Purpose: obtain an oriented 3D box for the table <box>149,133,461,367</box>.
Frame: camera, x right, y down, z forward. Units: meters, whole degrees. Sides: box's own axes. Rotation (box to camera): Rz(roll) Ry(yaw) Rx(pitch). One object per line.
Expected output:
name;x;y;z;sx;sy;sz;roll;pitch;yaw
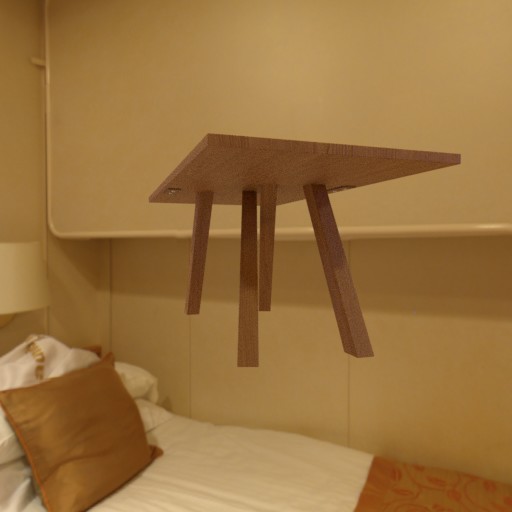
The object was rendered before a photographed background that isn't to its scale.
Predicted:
table;0.000;0.000;2.261;0.901;0.750;1.797;0;2;-19
